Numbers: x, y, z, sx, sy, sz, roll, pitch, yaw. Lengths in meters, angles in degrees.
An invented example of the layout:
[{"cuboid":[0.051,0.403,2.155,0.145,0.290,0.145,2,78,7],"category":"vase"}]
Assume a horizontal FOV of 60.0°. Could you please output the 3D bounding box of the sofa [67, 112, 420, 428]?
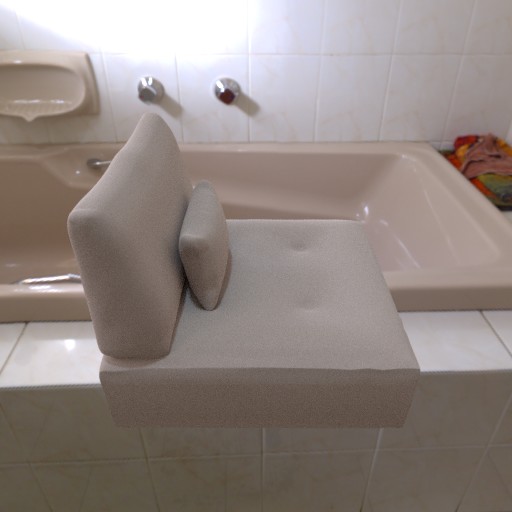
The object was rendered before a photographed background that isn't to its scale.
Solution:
[{"cuboid":[0.000,0.000,1.663,1.000,0.828,0.935,0,34,0],"category":"sofa"}]
